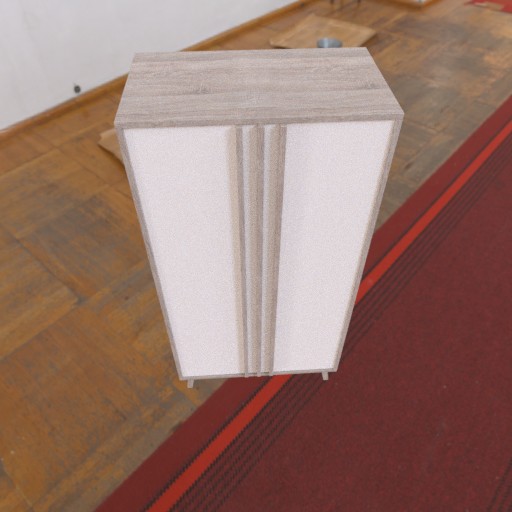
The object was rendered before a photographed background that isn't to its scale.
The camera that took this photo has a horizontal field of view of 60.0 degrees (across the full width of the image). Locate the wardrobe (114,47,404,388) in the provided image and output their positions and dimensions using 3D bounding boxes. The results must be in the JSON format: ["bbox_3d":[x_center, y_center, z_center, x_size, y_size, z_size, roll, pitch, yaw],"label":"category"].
[{"bbox_3d":[0.000,0.000,2.422,1.000,1.960,0.600,-3,46,-2],"label":"wardrobe"}]
